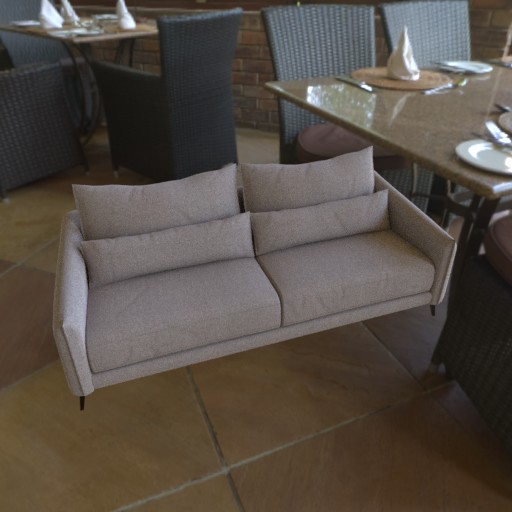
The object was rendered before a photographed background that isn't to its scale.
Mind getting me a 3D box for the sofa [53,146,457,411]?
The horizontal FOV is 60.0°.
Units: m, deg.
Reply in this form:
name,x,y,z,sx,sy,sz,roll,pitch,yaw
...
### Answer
name,x,y,z,sx,sy,sz,roll,pitch,yaw
sofa,0.000,0.000,2.394,2.022,0.833,0.809,-11,34,-17
